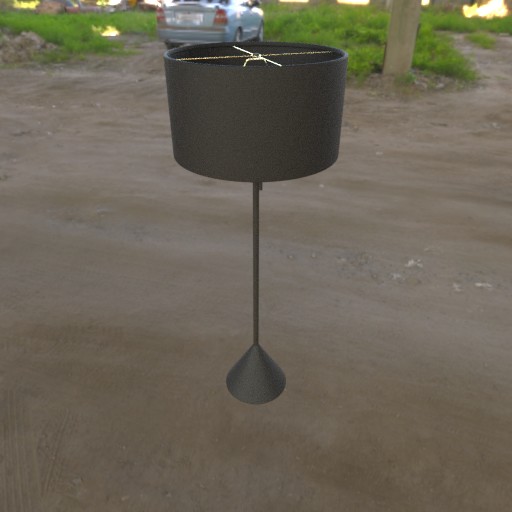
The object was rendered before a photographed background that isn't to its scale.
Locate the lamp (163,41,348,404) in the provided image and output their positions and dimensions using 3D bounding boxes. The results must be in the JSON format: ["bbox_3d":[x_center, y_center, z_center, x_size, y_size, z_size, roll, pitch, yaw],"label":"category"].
[{"bbox_3d":[0.000,0.000,1.809,0.580,1.526,0.580,-11,33,-16],"label":"lamp"}]
